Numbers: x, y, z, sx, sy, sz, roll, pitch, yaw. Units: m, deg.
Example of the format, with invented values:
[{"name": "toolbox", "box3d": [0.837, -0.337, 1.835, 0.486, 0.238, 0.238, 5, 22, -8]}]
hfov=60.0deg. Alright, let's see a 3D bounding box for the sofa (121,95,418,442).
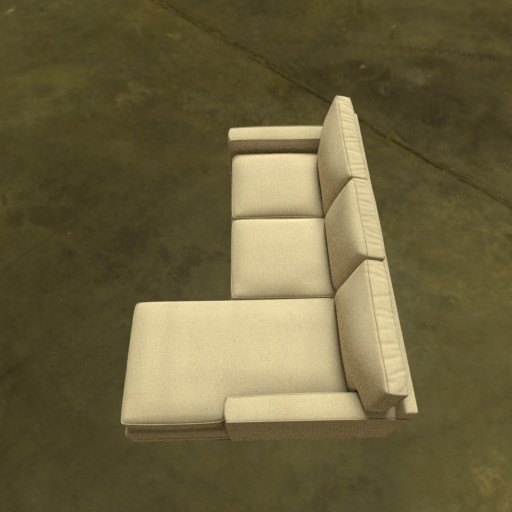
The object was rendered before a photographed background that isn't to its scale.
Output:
[{"name": "sofa", "box3d": [0.000, 0.000, 2.832, 1.496, 0.861, 2.087, -1, 58, -1]}]
